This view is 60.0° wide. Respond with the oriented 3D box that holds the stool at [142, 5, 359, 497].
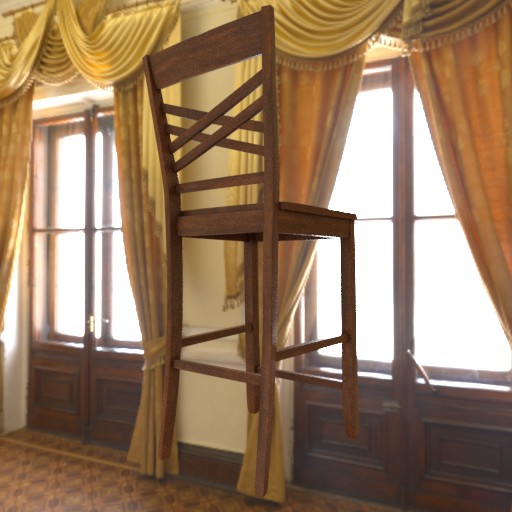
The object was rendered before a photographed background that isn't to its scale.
[{"bbox_3d":[0.000,0.000,1.279,0.426,1.098,0.504,-1,-1,36],"label":"stool"}]
